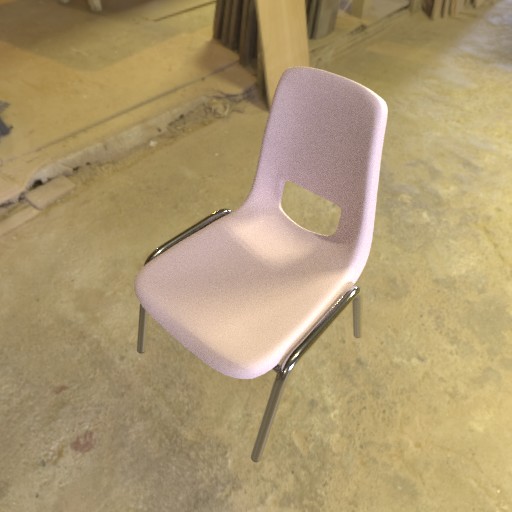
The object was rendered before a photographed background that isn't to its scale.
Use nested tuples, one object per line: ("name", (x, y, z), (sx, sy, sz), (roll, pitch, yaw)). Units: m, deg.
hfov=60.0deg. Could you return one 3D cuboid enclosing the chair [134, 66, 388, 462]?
("chair", (0.000, 0.000, 0.787), (0.354, 0.537, 0.385), (33, 53, 29))
